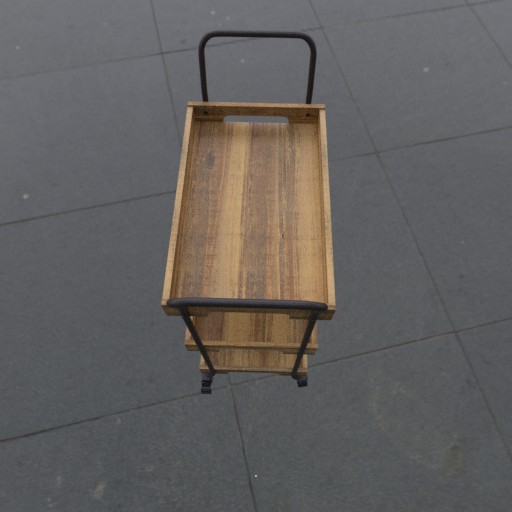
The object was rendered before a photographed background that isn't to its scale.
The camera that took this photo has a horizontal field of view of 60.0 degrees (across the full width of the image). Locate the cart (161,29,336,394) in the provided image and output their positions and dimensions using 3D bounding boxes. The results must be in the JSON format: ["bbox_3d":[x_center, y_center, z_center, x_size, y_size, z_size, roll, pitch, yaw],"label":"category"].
[{"bbox_3d":[0.000,0.000,1.135,0.339,0.857,0.583,2,64,1],"label":"cart"}]
